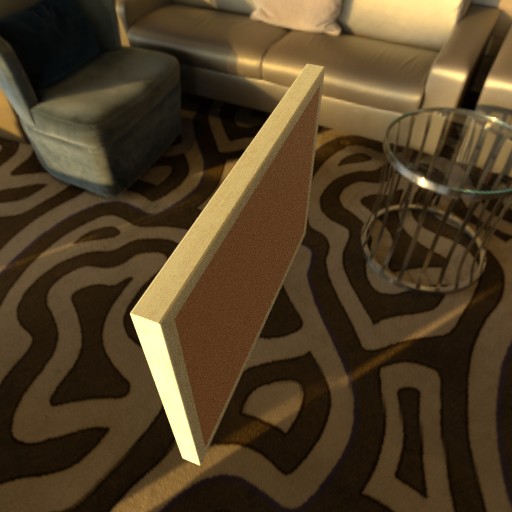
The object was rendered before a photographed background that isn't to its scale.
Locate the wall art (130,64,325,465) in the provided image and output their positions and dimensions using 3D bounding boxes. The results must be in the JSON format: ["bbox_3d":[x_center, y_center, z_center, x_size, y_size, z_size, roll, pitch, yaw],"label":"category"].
[{"bbox_3d":[0.000,0.000,0.697,0.032,0.381,0.533,16,50,14],"label":"wall art"}]
